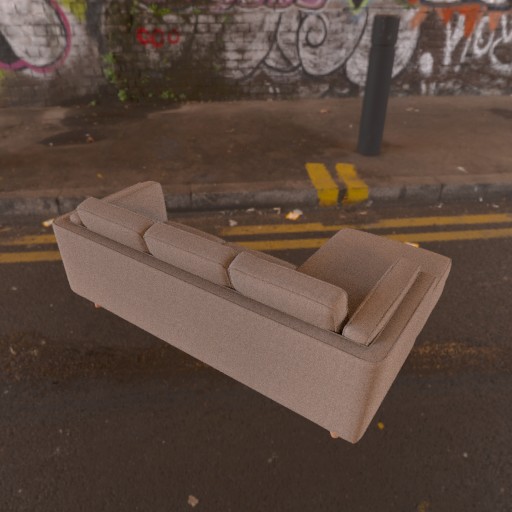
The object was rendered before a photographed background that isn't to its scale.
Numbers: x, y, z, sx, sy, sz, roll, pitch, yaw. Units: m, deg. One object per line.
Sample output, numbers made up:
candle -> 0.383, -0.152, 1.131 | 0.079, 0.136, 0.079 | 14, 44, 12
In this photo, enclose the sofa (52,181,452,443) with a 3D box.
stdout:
sofa -> 0.000, 0.000, 3.170 | 2.411, 0.929, 1.604 | 20, 37, 29
